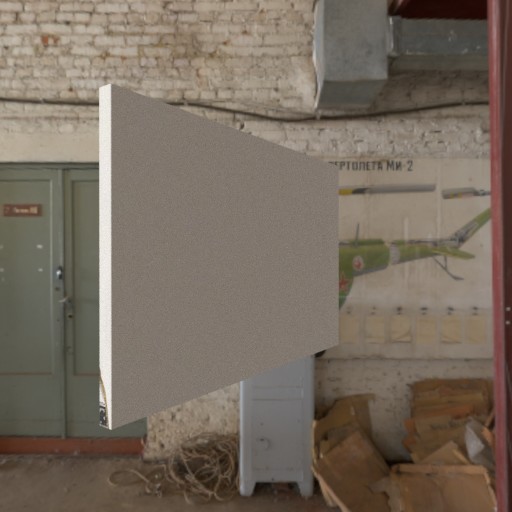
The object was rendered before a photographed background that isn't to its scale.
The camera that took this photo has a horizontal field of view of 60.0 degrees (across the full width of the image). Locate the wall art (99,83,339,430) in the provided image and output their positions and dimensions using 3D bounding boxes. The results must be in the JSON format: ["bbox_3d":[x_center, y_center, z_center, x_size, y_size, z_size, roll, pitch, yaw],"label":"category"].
[{"bbox_3d":[0.000,0.000,1.140,0.038,0.601,0.898,0,0,36],"label":"wall art"}]
